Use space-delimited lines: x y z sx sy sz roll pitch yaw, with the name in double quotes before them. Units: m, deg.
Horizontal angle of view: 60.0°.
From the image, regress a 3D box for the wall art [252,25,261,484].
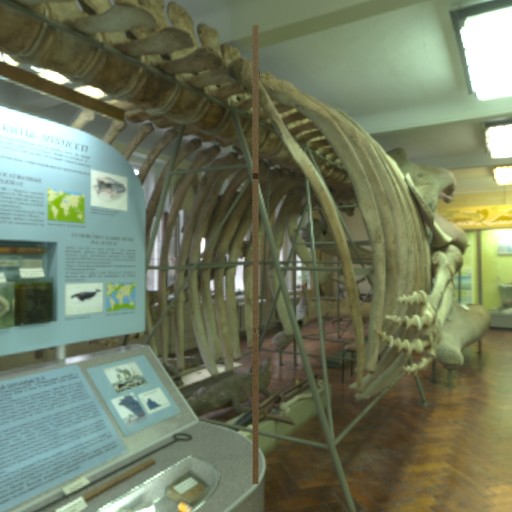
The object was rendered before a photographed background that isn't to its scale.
"wall art" 0.000 0.000 1.787 0.024 1.218 1.221 0 -1 0
